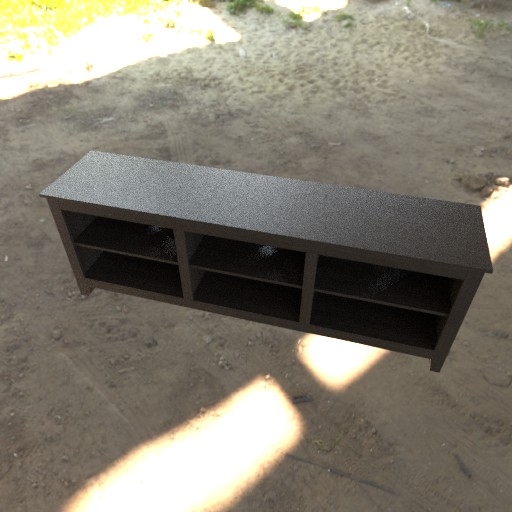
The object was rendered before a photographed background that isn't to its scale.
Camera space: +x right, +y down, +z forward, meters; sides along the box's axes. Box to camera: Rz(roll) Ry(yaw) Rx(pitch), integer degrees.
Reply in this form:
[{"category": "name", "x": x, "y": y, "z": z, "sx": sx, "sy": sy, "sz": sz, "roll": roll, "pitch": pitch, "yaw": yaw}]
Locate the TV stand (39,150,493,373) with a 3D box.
[{"category": "TV stand", "x": 0.000, "y": 0.000, "z": 2.026, "sx": 1.778, "sy": 0.610, "sz": 0.406, "roll": 10, "pitch": 42, "yaw": 12}]
